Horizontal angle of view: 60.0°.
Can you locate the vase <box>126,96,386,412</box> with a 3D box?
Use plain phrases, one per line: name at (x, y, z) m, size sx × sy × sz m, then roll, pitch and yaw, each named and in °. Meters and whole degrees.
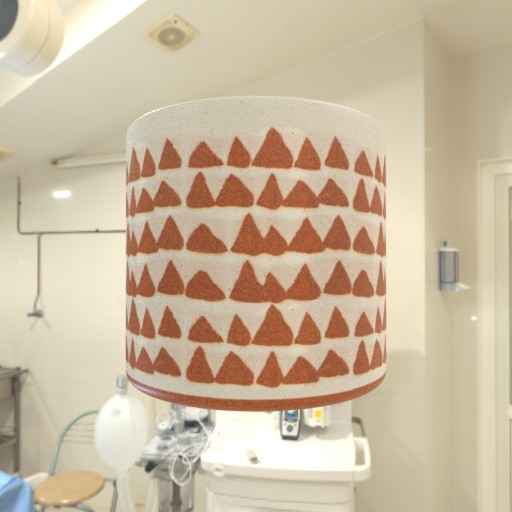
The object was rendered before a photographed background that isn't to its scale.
vase at (0.000, 0.000, 0.243) m, size 0.137 × 0.127 × 0.137 m, roll 0°, pitch -1°, yaw 0°
